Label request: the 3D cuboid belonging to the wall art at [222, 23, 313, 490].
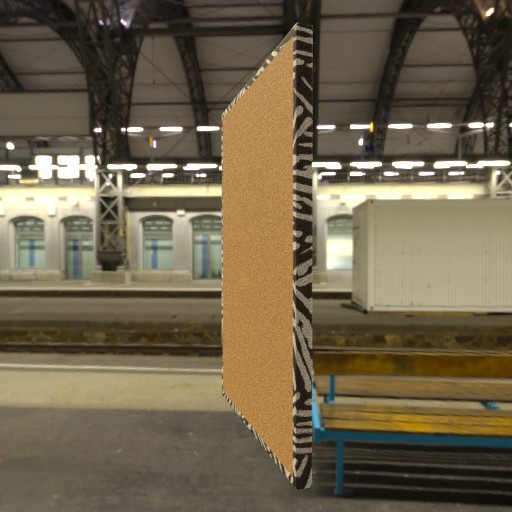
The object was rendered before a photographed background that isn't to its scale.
[{"bbox_3d":[0.000,0.000,1.165,0.035,0.918,0.615,0,1,-18],"label":"wall art"}]
